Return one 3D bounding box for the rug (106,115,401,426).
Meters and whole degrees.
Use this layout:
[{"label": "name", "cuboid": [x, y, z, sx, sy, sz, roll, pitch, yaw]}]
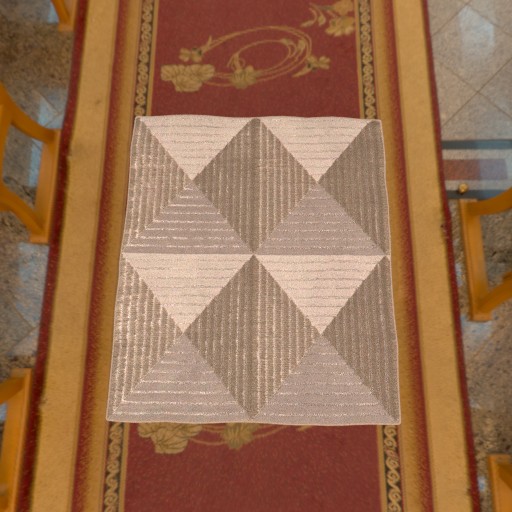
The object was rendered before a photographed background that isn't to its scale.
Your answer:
[{"label": "rug", "cuboid": [0.000, 0.000, 0.899, 0.551, 0.008, 0.642, 1, 75, 0]}]
